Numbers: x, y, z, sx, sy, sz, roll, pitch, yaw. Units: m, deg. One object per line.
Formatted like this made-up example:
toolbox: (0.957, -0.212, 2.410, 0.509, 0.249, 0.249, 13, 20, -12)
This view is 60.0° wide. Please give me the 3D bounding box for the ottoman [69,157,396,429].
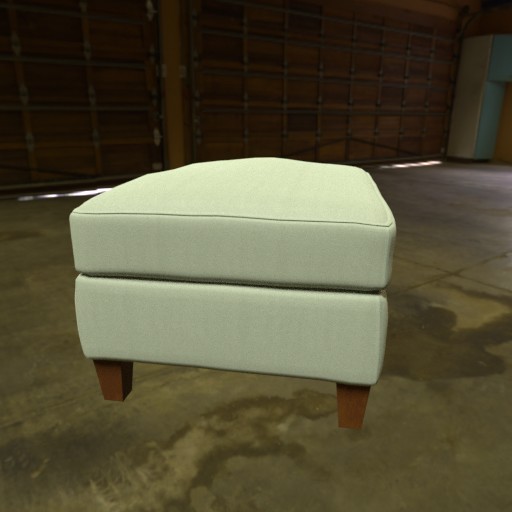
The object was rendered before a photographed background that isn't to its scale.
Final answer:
ottoman: (0.000, 0.000, 1.222, 0.634, 0.496, 0.818, 3, 18, 10)
